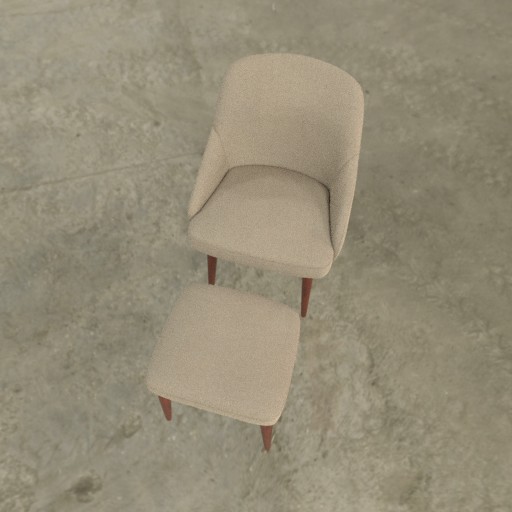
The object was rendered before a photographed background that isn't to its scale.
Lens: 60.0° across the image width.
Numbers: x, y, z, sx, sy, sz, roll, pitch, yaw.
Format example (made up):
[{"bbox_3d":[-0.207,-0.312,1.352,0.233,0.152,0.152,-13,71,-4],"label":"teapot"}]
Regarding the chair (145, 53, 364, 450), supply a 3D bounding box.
[{"bbox_3d":[0.000,0.000,1.590,0.584,0.866,1.114,13,60,8],"label":"chair"}]
